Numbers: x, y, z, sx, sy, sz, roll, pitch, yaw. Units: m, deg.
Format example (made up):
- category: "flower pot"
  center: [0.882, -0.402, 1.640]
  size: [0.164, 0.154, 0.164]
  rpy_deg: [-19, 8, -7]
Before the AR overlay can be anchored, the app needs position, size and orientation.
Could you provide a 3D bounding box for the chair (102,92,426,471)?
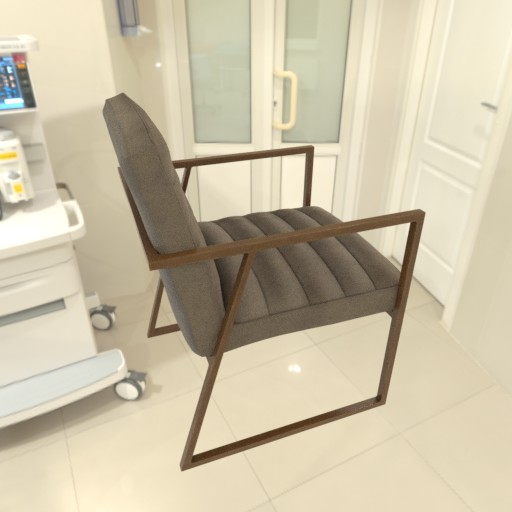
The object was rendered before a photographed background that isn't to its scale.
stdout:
- category: "chair"
  center: [0.000, 0.000, 1.257]
  size: [0.682, 0.843, 0.578]
  rpy_deg: [-11, 32, -18]
